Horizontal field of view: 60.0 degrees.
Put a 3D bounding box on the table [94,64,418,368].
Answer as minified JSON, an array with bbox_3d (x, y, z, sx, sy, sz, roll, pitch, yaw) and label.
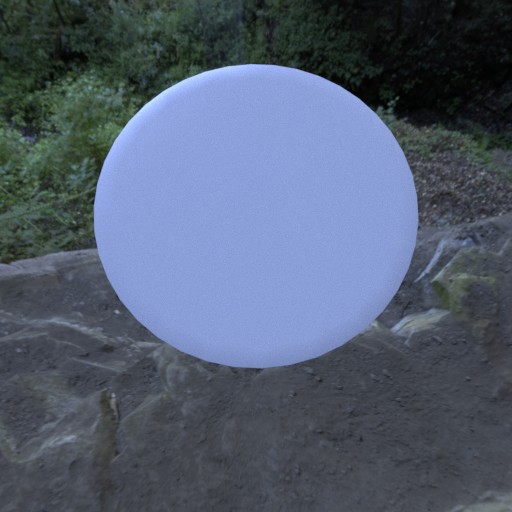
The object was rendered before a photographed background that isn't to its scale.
[{"bbox_3d":[0.000,0.000,1.017,0.513,0.653,0.513,0,75,0],"label":"table"}]
